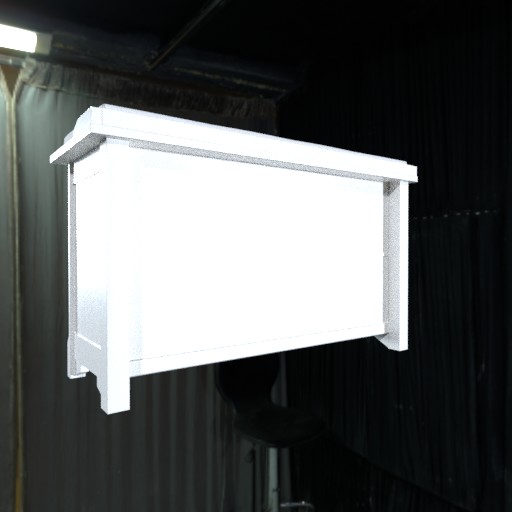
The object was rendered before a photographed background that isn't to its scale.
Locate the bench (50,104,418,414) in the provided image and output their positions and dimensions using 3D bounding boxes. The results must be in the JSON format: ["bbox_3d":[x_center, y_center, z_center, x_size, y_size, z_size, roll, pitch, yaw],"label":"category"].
[{"bbox_3d":[0.000,0.000,1.231,0.987,0.589,0.346,0,1,-36],"label":"bench"}]
